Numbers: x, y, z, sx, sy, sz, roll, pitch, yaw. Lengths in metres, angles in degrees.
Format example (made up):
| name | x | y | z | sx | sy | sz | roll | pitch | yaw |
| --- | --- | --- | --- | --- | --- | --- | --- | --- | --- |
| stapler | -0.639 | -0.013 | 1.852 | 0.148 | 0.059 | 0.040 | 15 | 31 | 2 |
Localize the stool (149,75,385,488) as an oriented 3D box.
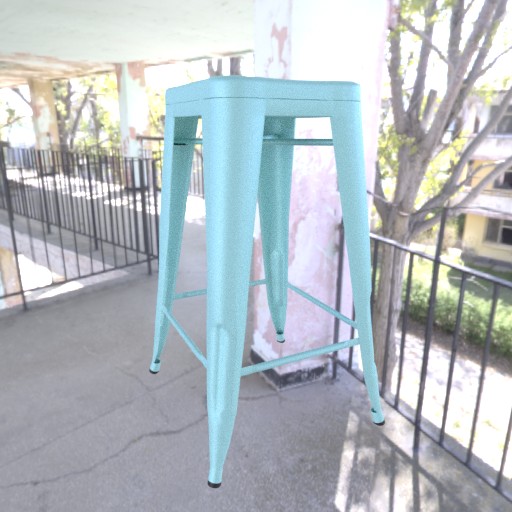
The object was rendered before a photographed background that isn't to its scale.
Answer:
| name | x | y | z | sx | sy | sz | roll | pitch | yaw |
| --- | --- | --- | --- | --- | --- | --- | --- | --- | --- |
| stool | 0.000 | 0.000 | 0.846 | 0.359 | 0.609 | 0.399 | -8 | 18 | -26 |
